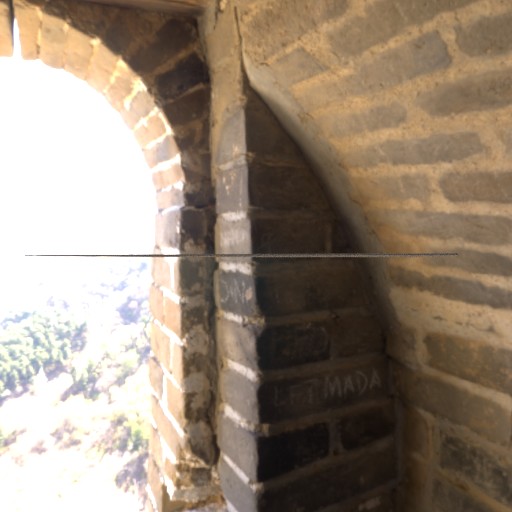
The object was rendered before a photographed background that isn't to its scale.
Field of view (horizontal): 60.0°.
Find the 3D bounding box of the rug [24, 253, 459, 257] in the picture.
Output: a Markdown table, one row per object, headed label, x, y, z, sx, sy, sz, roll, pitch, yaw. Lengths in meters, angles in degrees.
| label | x | y | z | sx | sy | sz | roll | pitch | yaw |
| --- | --- | --- | --- | --- | --- | --- | --- | --- | --- |
| rug | 0.000 | 0.000 | 2.876 | 2.284 | 0.008 | 1.522 | 0 | 0 | 19 |
